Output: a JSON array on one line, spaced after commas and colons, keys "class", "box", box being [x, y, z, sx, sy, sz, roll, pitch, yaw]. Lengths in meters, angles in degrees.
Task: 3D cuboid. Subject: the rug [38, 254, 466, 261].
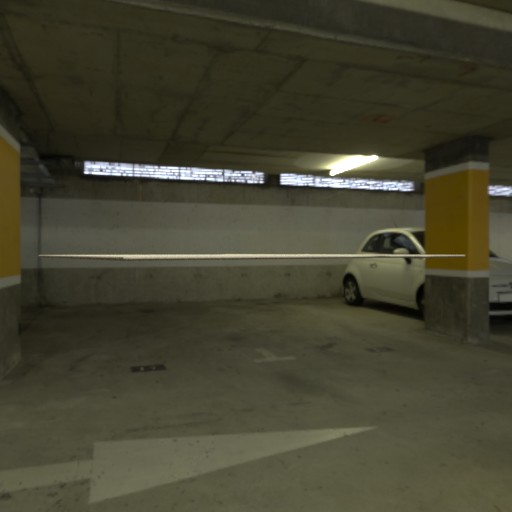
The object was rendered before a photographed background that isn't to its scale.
[{"class": "rug", "box": [0.000, 0.000, 2.848, 2.290, 0.021, 1.540, 0, 1, -36]}]
